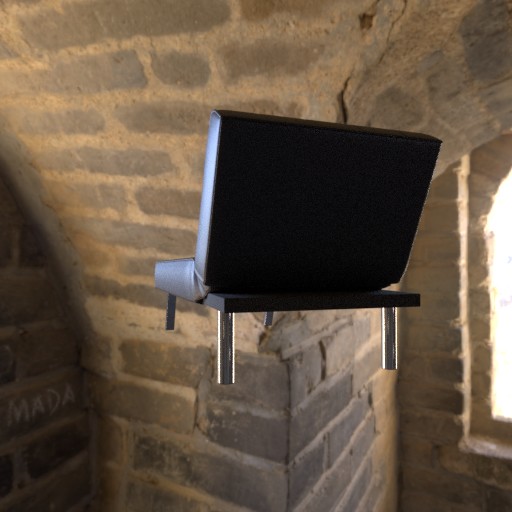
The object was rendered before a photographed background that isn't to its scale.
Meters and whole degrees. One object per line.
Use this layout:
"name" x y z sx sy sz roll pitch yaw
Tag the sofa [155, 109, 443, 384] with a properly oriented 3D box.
"sofa" 0.000 0.000 2.025 0.760 0.820 1.560 1 -2 -19
